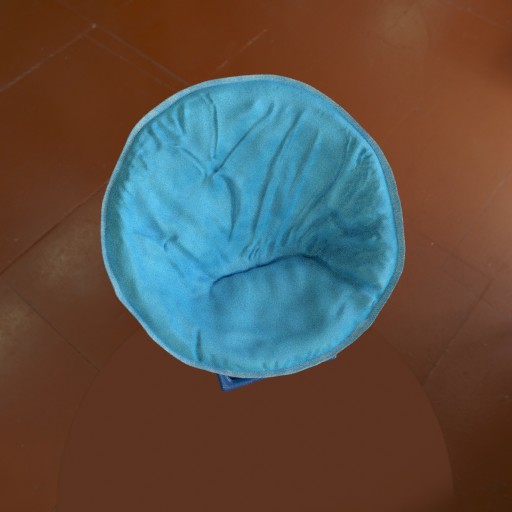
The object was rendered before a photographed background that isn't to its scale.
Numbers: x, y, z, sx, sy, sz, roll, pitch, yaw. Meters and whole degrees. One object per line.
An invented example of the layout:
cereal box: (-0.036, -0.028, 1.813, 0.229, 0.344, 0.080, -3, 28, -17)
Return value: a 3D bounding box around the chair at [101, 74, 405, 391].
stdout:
chair: (0.000, 0.000, 0.868, 0.520, 0.478, 0.465, -15, 65, -7)
